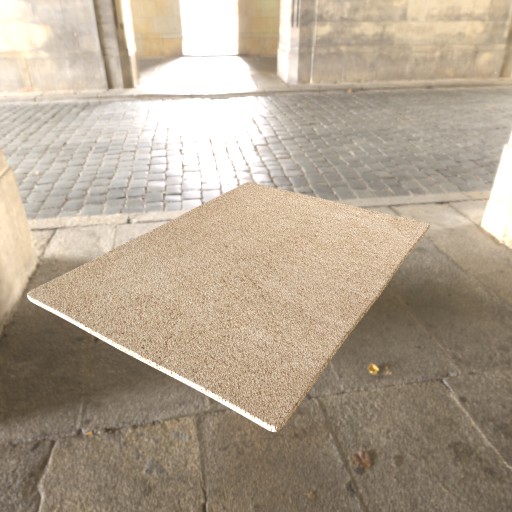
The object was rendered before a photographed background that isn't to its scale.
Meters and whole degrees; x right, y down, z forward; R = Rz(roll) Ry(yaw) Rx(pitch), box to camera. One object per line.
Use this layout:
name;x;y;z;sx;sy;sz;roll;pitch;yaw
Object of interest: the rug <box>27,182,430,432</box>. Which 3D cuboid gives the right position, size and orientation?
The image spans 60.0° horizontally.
rug;0.000;0.000;2.092;1.199;0.025;1.600;18;34;29
